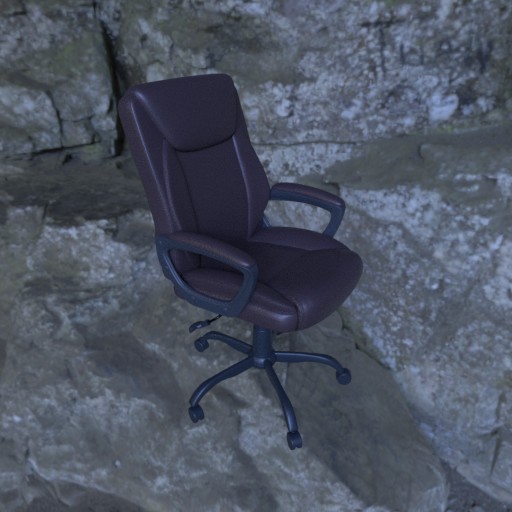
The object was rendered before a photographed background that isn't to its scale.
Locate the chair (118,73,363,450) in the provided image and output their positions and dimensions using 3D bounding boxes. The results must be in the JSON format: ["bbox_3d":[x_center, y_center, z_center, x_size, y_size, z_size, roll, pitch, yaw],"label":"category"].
[{"bbox_3d":[0.000,0.000,1.465,0.655,1.072,0.615,19,33,31],"label":"chair"}]
